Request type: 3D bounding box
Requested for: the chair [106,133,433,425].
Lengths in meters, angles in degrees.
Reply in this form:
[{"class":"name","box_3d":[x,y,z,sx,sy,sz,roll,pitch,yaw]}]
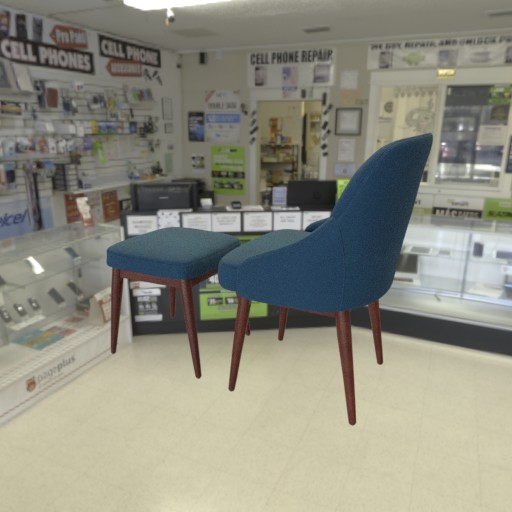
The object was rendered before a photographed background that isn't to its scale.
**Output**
[{"class":"chair","box_3d":[0.000,0.000,1.608,1.114,0.866,0.584,8,18,26]}]
